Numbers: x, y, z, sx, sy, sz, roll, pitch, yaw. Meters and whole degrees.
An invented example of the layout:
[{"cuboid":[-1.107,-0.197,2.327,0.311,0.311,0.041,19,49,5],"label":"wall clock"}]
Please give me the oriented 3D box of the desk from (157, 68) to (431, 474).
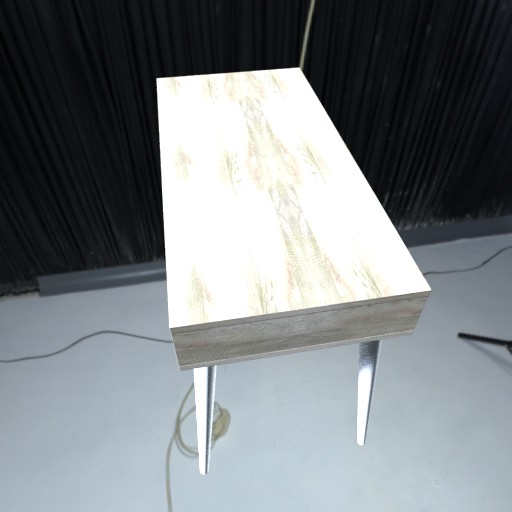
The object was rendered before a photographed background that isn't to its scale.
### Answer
[{"cuboid":[0.000,0.000,1.367,0.491,0.723,0.979,-7,46,-7],"label":"desk"}]
